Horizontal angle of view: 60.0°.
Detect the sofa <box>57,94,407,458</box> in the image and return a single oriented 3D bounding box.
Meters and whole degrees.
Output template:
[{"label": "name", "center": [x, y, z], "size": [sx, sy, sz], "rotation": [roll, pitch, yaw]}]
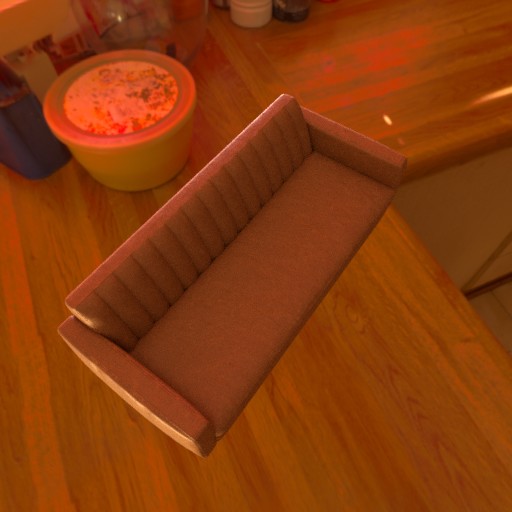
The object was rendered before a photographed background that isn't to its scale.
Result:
[{"label": "sofa", "center": [0.000, 0.000, 2.846], "size": [0.990, 0.821, 2.291], "rotation": [32, 63, 18]}]
